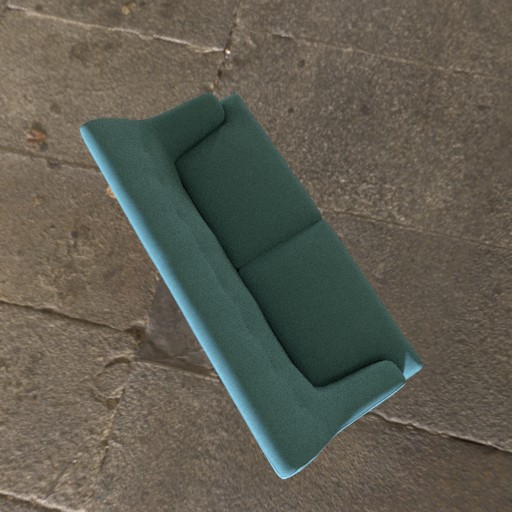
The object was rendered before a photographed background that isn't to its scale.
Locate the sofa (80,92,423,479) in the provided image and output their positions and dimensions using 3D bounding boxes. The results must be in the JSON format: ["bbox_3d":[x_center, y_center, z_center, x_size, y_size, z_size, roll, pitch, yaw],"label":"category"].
[{"bbox_3d":[0.000,0.000,2.548,0.978,0.871,2.057,-31,78,-7],"label":"sofa"}]
